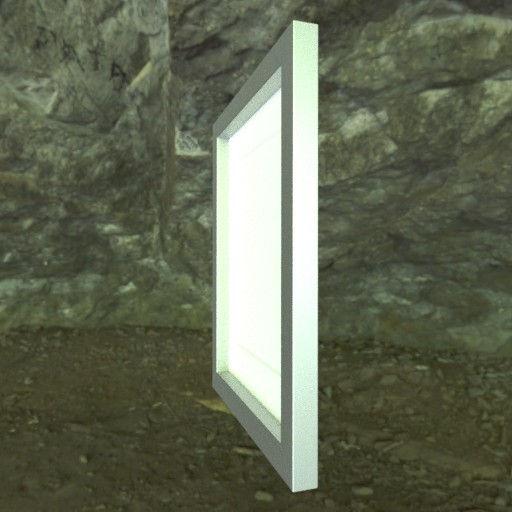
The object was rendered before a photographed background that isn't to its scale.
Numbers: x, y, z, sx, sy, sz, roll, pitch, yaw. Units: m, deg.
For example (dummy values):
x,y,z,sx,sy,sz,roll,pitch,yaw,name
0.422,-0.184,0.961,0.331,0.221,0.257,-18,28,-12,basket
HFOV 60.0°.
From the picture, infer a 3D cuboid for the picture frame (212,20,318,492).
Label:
x,y,z,sx,sy,sz,roll,pitch,yaw,name
0.000,0.000,0.514,0.036,0.386,0.307,0,0,-18,picture frame
